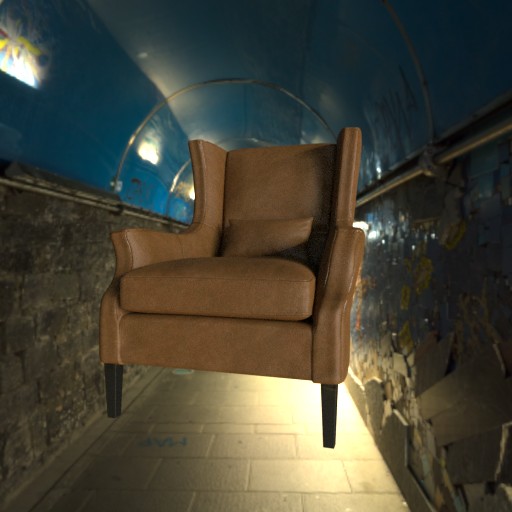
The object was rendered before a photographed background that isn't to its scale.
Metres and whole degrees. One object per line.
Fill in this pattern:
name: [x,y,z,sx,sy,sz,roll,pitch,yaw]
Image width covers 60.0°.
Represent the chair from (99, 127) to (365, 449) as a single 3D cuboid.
chair: [0.000,0.000,1.699,0.852,1.016,0.925,0,1,18]
